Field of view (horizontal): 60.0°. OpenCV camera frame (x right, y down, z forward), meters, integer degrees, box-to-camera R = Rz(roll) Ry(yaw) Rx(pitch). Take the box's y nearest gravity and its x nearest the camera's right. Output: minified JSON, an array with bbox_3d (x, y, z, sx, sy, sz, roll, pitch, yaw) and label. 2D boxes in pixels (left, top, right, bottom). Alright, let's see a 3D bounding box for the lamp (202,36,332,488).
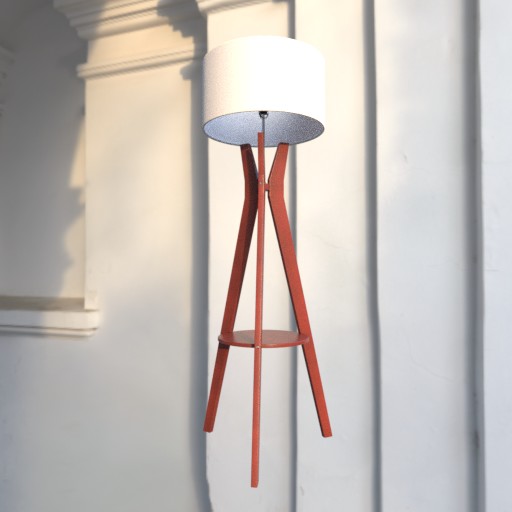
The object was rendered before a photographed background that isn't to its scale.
[{"bbox_3d":[0.000,0.000,1.734,0.542,1.472,0.539,-1,-1,36],"label":"lamp"}]
